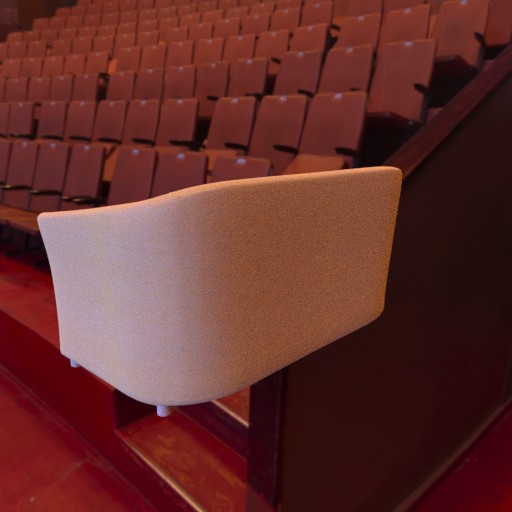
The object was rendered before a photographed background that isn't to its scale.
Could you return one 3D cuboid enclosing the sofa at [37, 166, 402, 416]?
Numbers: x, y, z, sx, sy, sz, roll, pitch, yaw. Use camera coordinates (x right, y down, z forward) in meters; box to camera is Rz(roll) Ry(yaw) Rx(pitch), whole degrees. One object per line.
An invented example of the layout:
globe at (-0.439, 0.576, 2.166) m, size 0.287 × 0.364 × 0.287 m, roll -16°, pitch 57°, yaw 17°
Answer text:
sofa at (0.000, 0.000, 1.836) m, size 1.452 × 0.721 × 0.705 m, roll -14°, pitch 21°, yaw -42°
